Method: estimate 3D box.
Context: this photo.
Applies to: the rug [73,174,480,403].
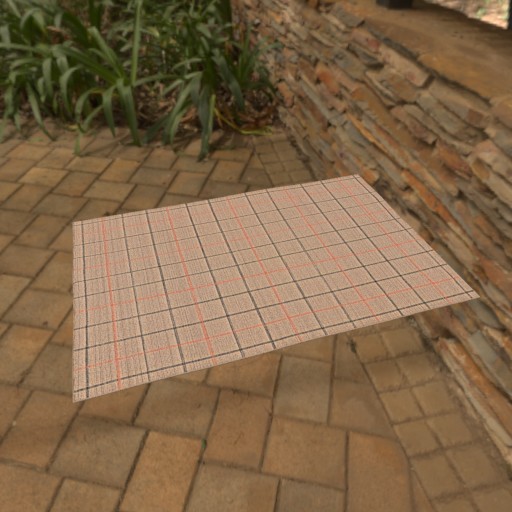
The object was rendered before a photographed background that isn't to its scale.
[{"bbox_3d":[0.000,0.000,2.320,1.829,0.013,1.220,-12,41,-14],"label":"rug"}]
